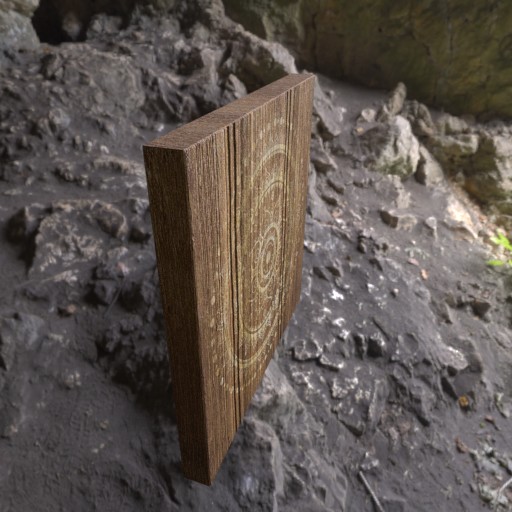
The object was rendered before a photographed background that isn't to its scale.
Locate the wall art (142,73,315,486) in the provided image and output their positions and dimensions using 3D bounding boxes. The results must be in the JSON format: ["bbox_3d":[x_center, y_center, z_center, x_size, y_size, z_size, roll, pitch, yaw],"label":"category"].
[{"bbox_3d":[0.000,0.000,0.592,0.039,0.403,0.406,10,31,17],"label":"wall art"}]
